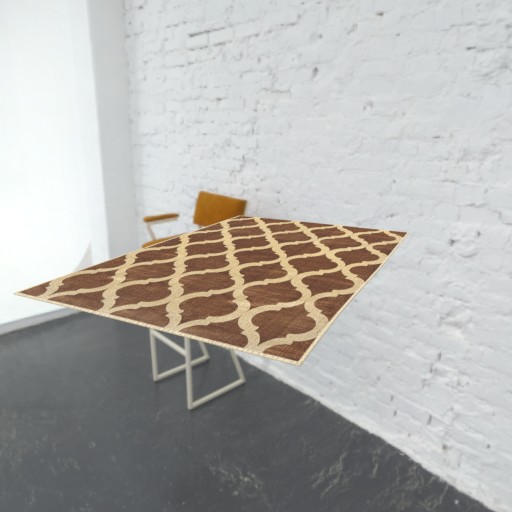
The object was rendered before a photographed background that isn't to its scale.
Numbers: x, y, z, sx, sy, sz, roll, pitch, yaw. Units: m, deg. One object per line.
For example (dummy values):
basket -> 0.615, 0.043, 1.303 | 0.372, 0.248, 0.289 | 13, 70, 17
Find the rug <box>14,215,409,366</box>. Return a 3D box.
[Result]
rug -> 0.000, 0.000, 2.820 | 1.522, 0.008, 2.284 | 8, 18, 26
